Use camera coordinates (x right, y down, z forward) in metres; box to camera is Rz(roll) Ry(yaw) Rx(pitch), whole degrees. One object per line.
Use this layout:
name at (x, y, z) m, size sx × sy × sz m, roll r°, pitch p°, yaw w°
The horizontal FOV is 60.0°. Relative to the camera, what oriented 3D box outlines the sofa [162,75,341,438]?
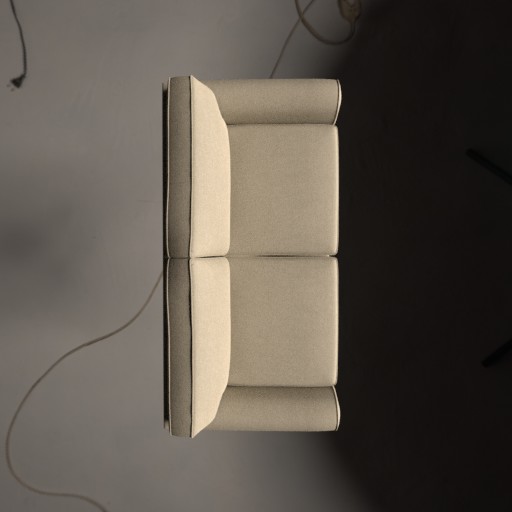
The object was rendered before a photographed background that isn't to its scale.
sofa at (0.000, 0.000, 2.327) m, size 0.861 × 0.933 × 1.774 m, roll 0°, pitch 91°, yaw 1°
